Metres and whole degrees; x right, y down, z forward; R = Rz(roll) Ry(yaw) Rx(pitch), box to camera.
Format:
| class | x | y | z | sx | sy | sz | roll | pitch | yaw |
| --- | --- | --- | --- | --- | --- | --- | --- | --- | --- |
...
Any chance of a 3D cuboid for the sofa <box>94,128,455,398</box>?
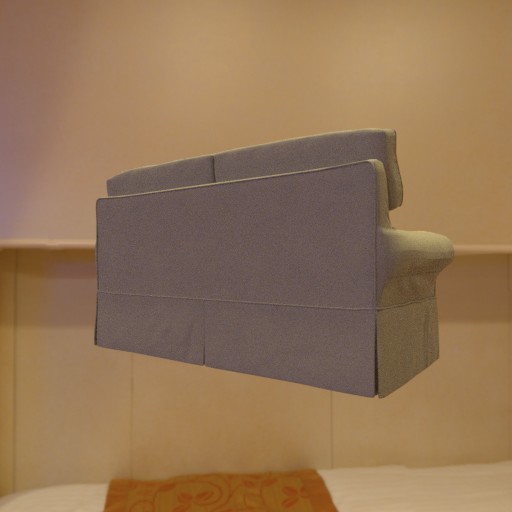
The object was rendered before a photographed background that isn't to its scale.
| class | x | y | z | sx | sy | sz | roll | pitch | yaw |
| --- | --- | --- | --- | --- | --- | --- | --- | --- | --- |
| sofa | 0.000 | 0.000 | 2.360 | 1.823 | 1.024 | 0.841 | -1 | -1 | 36 |
